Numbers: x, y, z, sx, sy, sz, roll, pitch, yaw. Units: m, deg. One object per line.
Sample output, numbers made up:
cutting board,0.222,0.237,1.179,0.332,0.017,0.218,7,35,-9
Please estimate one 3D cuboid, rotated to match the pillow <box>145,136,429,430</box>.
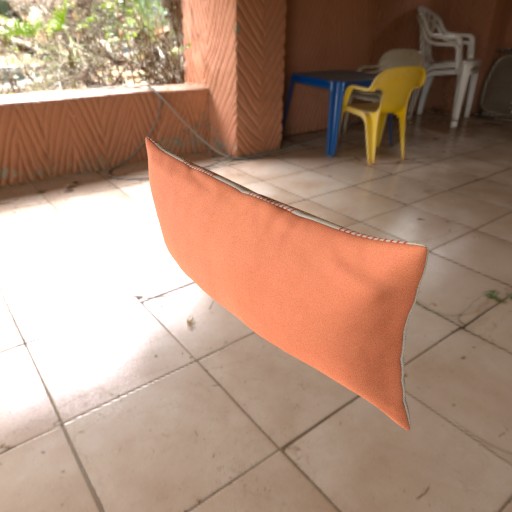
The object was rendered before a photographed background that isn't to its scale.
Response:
pillow,0.000,0.000,0.719,0.156,0.292,0.608,-20,34,-33
